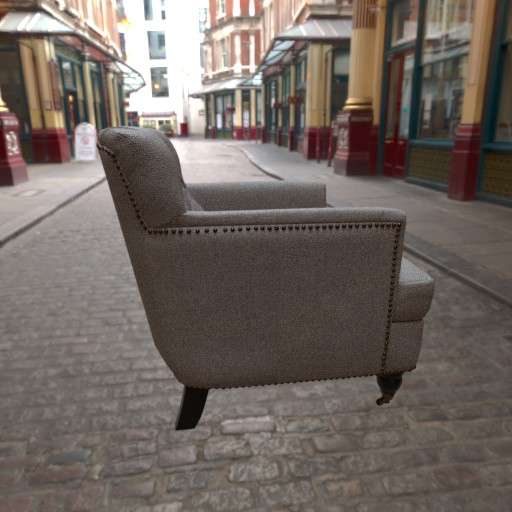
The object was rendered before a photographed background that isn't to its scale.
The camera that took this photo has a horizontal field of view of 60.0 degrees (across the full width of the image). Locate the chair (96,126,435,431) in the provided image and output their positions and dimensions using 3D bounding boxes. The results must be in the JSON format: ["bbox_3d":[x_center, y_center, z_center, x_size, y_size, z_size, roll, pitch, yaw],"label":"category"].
[{"bbox_3d":[0.000,0.000,1.470,0.902,0.823,0.737,-3,16,-9],"label":"chair"}]
